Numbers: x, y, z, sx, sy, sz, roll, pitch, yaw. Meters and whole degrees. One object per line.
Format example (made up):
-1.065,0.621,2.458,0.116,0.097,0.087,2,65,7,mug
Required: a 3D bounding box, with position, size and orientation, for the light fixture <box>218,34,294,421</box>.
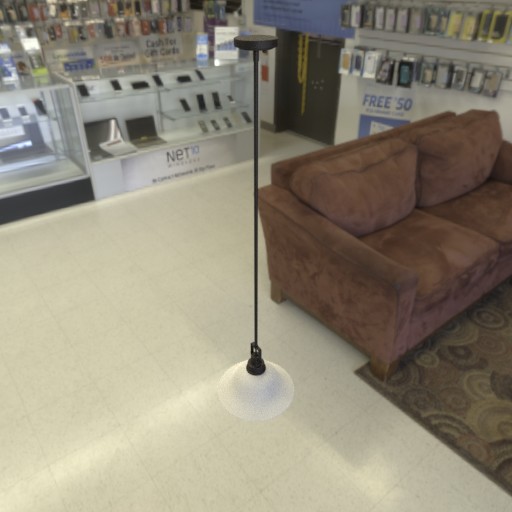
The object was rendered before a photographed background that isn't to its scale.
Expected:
0.000,0.000,1.502,0.324,1.337,0.324,-21,39,-29,light fixture
